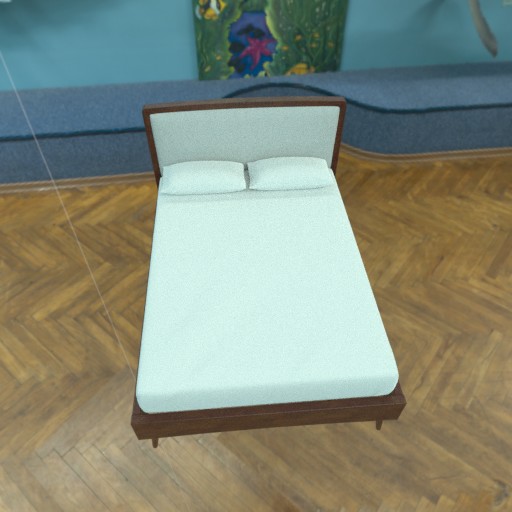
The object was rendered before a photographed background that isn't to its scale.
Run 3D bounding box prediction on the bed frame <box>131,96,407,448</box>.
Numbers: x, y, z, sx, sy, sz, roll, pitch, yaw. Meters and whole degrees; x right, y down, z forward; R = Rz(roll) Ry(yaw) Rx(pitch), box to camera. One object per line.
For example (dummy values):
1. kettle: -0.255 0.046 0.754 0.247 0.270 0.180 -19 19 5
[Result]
1. bed frame: 0.000 0.000 3.157 1.587 1.279 2.171 -3 47 -3
